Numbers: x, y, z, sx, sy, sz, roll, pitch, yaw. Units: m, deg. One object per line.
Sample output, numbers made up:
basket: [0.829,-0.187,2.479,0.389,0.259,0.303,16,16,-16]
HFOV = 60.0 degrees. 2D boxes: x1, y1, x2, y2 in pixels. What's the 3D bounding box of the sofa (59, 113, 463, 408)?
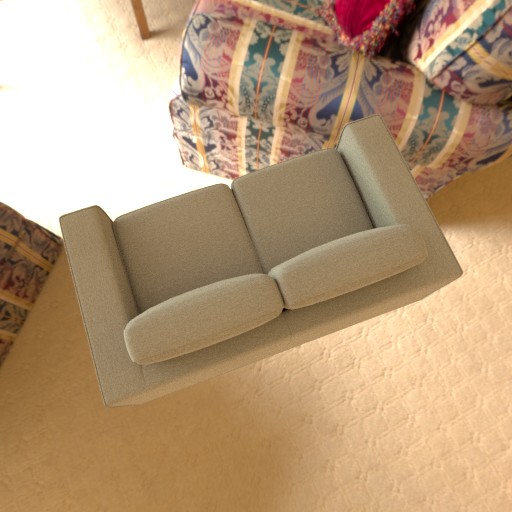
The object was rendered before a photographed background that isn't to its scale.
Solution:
sofa: [0.000,0.000,2.418,1.812,0.924,1.007,-19,73,-6]
